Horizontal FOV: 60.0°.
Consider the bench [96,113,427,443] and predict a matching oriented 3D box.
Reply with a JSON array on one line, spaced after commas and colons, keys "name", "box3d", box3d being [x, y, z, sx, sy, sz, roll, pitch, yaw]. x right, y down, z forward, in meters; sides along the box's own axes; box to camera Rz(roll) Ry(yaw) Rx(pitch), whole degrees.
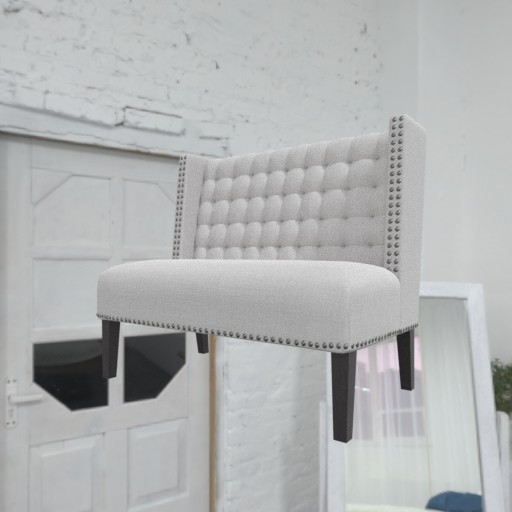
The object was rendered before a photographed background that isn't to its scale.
[{"name": "bench", "box3d": [0.000, 0.000, 1.987, 1.280, 1.123, 0.847, 0, 0, 36]}]
